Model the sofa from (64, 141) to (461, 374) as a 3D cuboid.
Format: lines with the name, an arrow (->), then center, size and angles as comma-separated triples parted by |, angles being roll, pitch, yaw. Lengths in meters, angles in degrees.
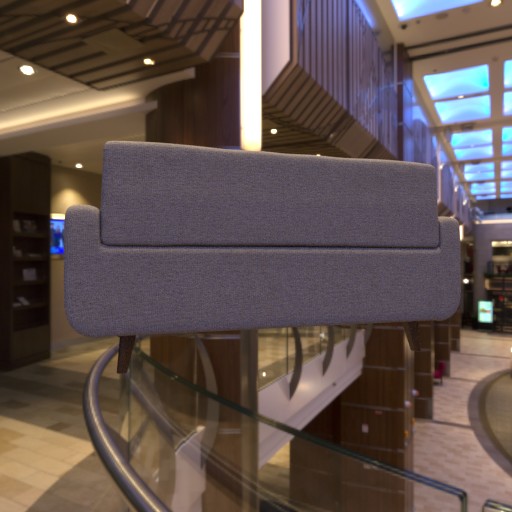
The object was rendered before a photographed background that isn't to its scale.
sofa -> 0.000, 0.000, 2.150 | 1.631, 0.841, 0.909 | 0, 0, -17
